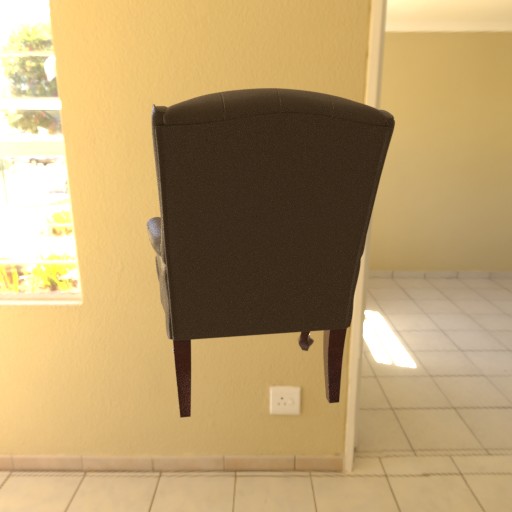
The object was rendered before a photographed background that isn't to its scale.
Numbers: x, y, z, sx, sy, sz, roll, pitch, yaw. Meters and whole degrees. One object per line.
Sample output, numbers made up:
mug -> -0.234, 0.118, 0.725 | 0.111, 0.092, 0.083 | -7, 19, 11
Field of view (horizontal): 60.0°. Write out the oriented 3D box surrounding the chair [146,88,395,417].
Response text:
chair -> 0.000, 0.000, 1.688 | 0.829, 1.132, 0.819 | -2, 15, -9
